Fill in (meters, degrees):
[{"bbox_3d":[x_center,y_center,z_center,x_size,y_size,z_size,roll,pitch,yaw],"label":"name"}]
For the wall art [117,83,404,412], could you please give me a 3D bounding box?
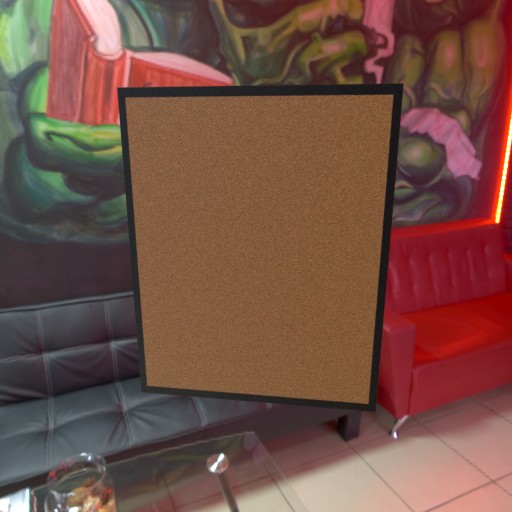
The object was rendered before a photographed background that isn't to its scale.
[{"bbox_3d":[0.000,0.000,0.515,0.294,0.369,0.030,2,16,8],"label":"wall art"}]
